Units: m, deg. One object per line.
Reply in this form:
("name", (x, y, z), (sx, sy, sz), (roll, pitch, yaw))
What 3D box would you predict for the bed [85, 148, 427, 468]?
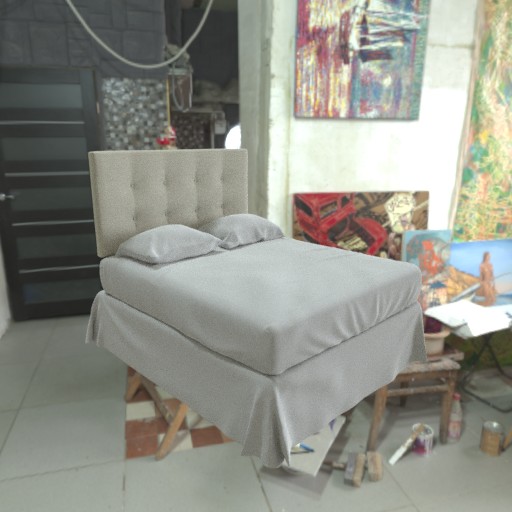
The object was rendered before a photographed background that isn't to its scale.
("bed", (0.000, 0.000, 3.441), (1.936, 1.577, 2.222), (-14, 20, -42))
